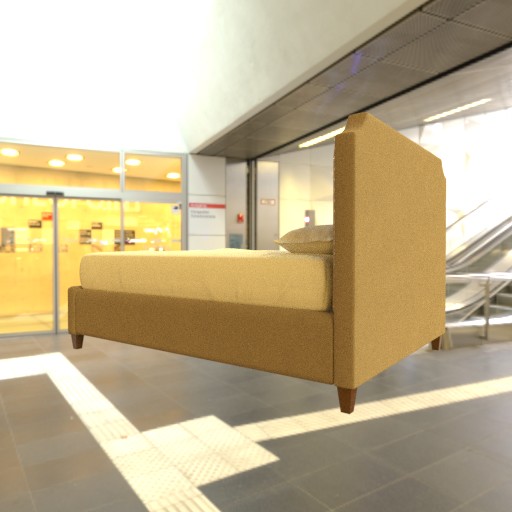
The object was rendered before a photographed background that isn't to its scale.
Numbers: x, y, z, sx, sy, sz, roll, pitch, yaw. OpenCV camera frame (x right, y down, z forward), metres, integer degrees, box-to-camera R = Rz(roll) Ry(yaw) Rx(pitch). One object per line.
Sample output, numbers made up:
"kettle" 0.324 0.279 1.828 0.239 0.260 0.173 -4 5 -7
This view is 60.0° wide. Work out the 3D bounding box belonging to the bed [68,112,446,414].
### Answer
"bed" 0.000 0.000 3.358 2.329 1.415 1.703 1 1 36
